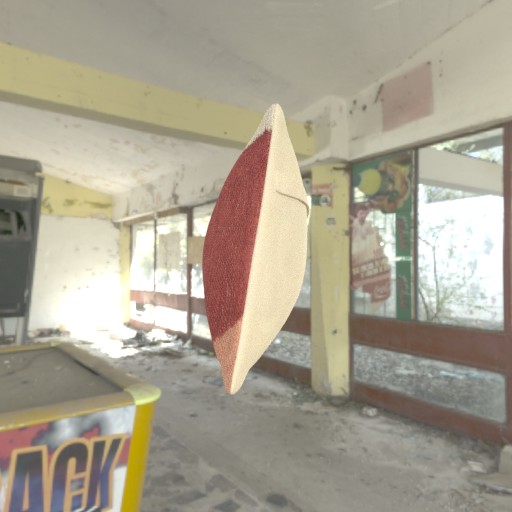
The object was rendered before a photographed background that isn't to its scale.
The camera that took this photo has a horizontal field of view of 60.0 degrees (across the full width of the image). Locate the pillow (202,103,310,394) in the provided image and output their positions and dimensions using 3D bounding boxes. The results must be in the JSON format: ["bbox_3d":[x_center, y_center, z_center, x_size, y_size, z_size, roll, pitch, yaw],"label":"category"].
[{"bbox_3d":[0.000,0.000,0.739,0.155,0.292,0.609,0,-2,1],"label":"pillow"}]
